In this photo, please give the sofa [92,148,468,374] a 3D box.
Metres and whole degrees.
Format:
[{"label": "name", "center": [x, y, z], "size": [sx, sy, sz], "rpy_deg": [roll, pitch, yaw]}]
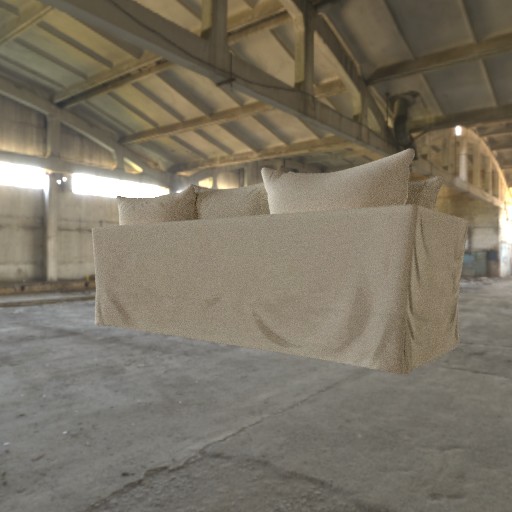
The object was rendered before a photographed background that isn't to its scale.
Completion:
[{"label": "sofa", "center": [0.000, 0.000, 3.043], "size": [2.484, 1.042, 1.030], "rpy_deg": [0, 0, 38]}]
